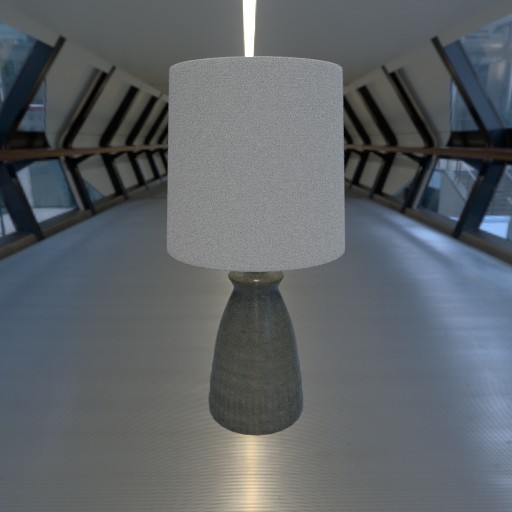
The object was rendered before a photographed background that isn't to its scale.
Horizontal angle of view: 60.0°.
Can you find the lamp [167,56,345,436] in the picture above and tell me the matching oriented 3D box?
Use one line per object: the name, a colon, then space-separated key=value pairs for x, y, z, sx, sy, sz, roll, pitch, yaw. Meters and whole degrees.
lamp: x=0.000 y=0.000 z=0.475 sx=0.186 sy=0.369 sz=0.186 roll=0 pitch=15 yaw=0
